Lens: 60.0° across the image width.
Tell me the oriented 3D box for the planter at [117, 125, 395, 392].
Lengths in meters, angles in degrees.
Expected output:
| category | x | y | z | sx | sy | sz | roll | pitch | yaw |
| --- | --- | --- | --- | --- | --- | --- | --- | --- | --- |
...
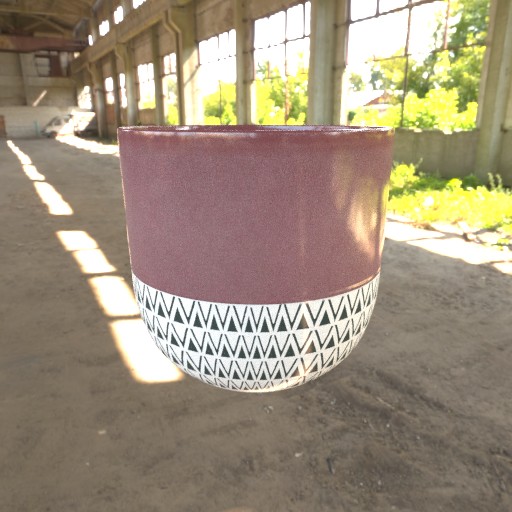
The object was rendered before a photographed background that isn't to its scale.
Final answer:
| category | x | y | z | sx | sy | sz | roll | pitch | yaw |
| --- | --- | --- | --- | --- | --- | --- | --- | --- | --- |
| planter | 0.000 | 0.000 | 0.482 | 0.266 | 0.270 | 0.266 | 0 | 17 | 0 |
